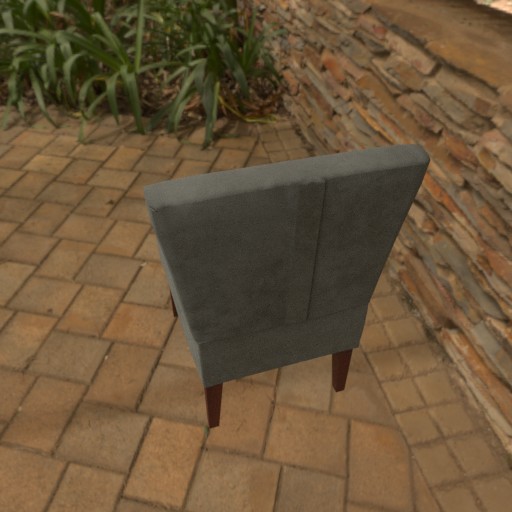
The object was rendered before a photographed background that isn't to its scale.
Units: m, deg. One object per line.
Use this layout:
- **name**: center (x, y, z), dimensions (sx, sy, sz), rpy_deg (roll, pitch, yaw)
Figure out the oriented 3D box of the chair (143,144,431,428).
- **chair**: center (0.000, 0.000, 1.199), dimensions (0.521, 0.806, 0.554), rpy_deg (-11, 42, -13)
